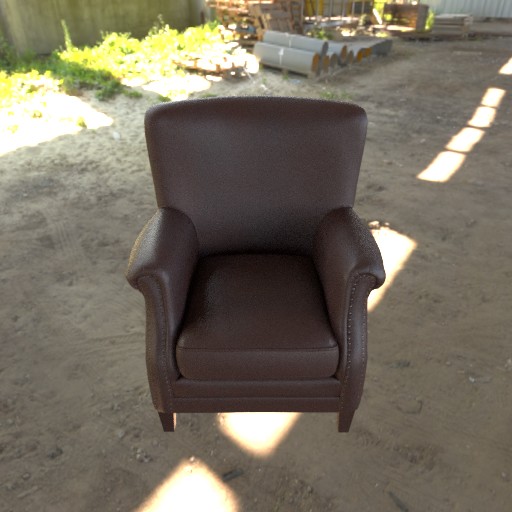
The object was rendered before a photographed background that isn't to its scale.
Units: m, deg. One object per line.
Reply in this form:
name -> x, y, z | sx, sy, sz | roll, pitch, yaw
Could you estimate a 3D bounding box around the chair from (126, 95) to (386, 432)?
chair -> 0.000, 0.000, 1.349 | 0.700, 0.800, 0.746 | 0, 32, 0
